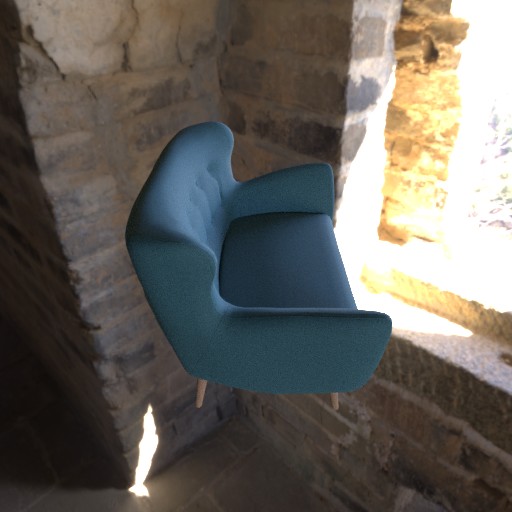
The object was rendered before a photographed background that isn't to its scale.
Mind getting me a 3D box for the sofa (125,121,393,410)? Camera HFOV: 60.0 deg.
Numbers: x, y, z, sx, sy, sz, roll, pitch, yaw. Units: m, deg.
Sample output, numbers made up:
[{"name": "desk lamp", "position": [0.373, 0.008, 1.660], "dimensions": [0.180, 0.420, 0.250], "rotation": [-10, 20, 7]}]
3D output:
[{"name": "sofa", "position": [0.000, 0.000, 2.031], "dimensions": [0.889, 0.889, 1.397], "rotation": [0, 32, 0]}]
